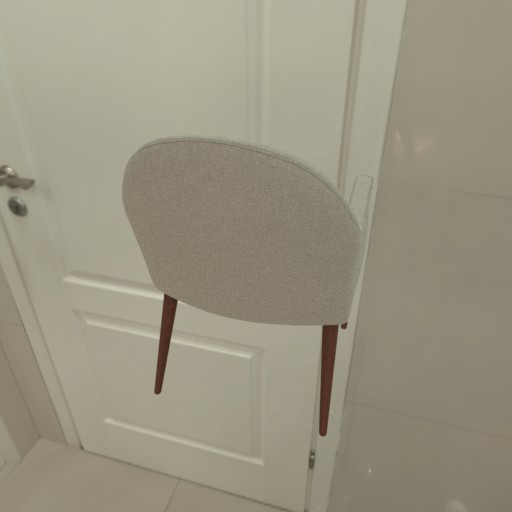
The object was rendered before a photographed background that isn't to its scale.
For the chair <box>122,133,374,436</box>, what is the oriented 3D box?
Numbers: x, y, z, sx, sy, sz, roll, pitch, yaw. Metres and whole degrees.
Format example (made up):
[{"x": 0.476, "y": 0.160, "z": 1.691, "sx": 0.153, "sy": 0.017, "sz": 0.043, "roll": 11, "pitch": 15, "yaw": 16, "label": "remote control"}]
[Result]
[{"x": 0.000, "y": 0.000, "z": 1.305, "sx": 0.610, "sy": 0.889, "sz": 0.620, "roll": 9, "pitch": 33, "yaw": 14, "label": "chair"}]
